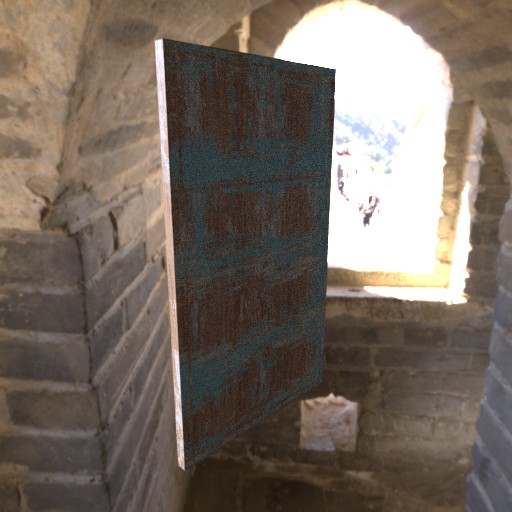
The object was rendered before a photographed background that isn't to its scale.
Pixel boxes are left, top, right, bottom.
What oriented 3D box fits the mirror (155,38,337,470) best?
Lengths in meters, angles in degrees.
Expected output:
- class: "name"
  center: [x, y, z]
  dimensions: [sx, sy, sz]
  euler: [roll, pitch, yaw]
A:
- class: "mirror"
  center: [0.000, 0.000, 1.471]
  dimensions: [0.083, 1.213, 0.707]
  euler: [15, 21, 42]
